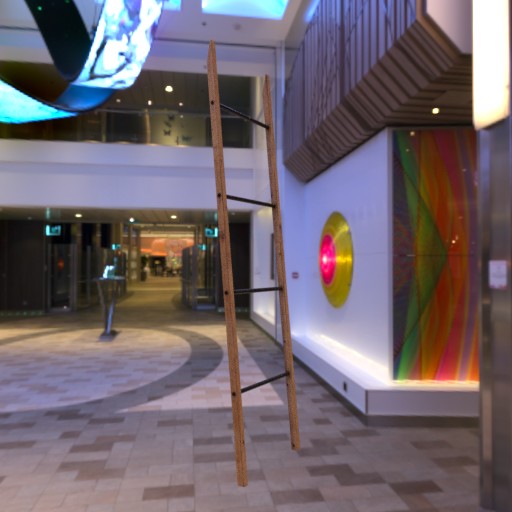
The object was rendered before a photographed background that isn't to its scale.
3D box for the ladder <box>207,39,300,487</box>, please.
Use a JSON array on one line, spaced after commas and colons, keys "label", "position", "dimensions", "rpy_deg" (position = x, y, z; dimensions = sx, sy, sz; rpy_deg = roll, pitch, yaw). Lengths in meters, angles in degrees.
[{"label": "ladder", "position": [0.000, 0.000, 1.968], "dimensions": [0.200, 1.805, 0.442], "rpy_deg": [-1, -1, 35]}]
